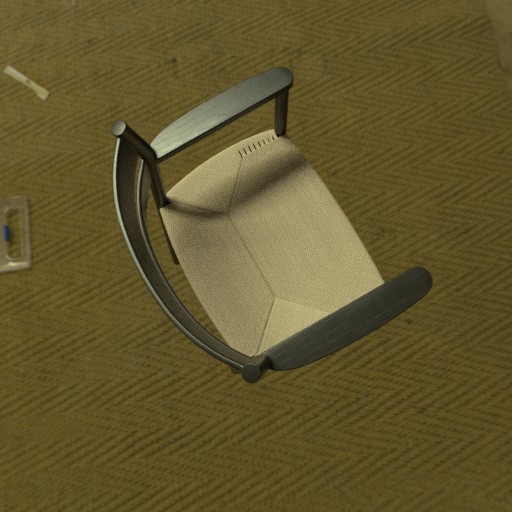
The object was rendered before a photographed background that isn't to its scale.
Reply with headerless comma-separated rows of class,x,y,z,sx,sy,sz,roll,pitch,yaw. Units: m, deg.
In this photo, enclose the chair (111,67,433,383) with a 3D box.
chair,0.000,0.000,1.199,0.508,0.775,0.630,-28,76,-8
